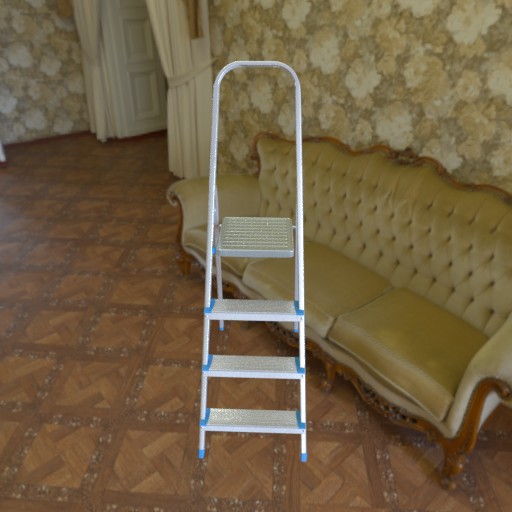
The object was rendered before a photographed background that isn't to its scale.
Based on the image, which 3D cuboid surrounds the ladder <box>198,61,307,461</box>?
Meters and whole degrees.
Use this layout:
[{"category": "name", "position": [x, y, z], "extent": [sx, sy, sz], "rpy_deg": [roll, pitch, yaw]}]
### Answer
[{"category": "ladder", "position": [0.000, 0.000, 1.803], "extent": [0.445, 1.434, 0.842], "rpy_deg": [1, 31, 2]}]
